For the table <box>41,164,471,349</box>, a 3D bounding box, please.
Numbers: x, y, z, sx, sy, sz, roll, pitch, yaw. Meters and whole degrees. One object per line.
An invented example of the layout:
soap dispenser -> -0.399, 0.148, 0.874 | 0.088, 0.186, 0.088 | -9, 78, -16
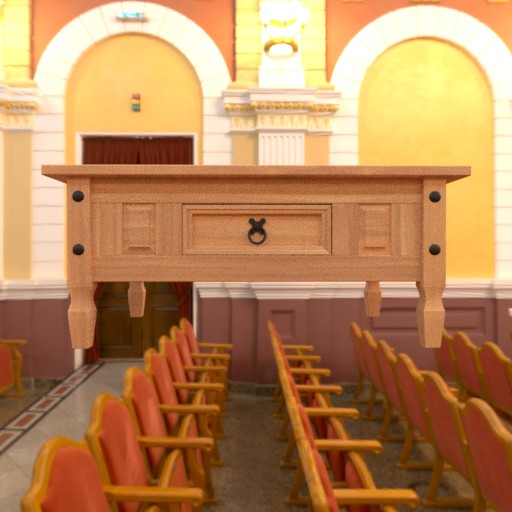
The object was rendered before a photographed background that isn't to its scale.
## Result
table -> 0.000, 0.000, 1.330 | 1.000, 0.437, 0.600 | 0, 1, -1
